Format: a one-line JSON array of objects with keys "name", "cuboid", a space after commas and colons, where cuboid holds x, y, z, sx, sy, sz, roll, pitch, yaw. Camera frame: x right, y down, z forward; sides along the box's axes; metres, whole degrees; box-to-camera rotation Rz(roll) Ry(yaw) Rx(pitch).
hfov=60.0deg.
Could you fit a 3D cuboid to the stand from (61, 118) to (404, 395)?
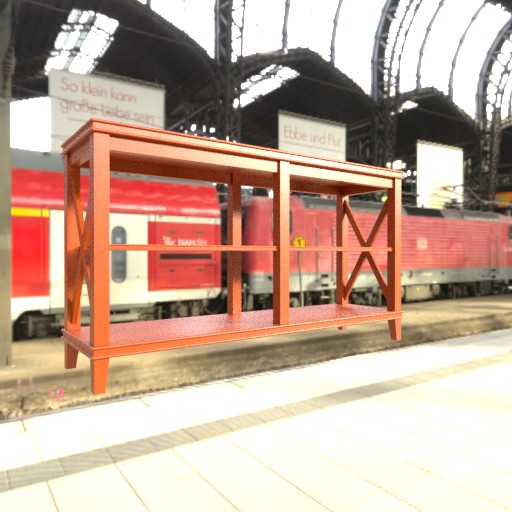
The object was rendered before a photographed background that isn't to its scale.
[{"name": "stand", "cuboid": [0.000, 0.000, 1.761, 1.372, 0.762, 0.381, 0, 0, -35]}]
